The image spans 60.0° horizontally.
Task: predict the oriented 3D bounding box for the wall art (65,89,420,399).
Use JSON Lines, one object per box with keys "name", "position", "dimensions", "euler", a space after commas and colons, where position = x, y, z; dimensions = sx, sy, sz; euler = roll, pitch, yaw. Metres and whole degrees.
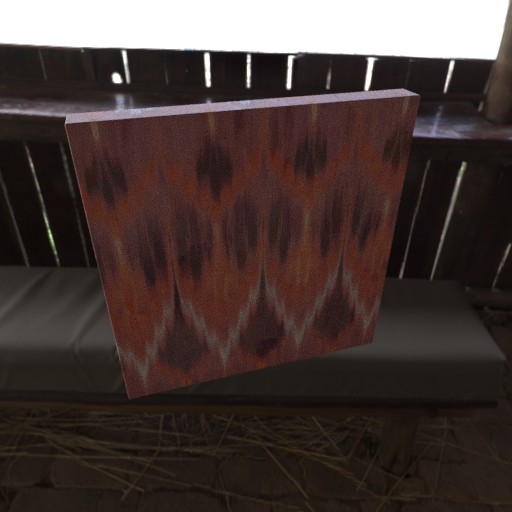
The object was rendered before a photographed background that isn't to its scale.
{"name": "wall art", "position": [0.000, 0.000, 0.608], "dimensions": [0.403, 0.406, 0.038], "euler": [-9, 34, -14]}
